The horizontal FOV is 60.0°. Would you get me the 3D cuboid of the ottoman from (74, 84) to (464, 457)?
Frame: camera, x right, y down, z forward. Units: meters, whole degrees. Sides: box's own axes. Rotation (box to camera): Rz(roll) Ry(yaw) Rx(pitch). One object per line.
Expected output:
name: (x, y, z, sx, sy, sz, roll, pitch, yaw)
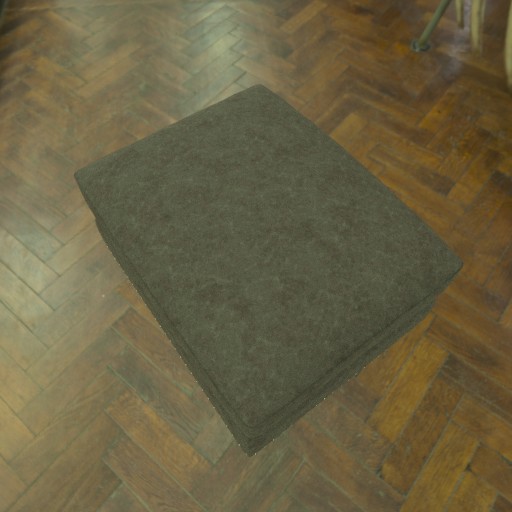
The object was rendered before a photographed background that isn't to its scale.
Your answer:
ottoman: (0.000, 0.000, 1.147, 0.584, 0.513, 0.741, -32, 64, -18)
